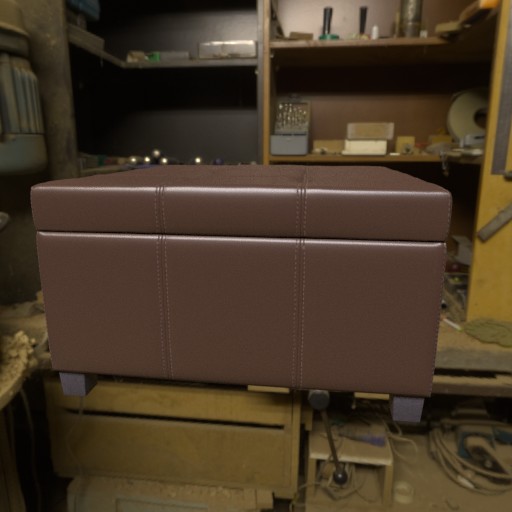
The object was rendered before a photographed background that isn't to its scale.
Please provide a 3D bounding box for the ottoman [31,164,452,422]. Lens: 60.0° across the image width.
[{"bbox_3d":[0.000,0.000,1.214,0.787,0.460,0.788,2,14,7],"label":"ottoman"}]
